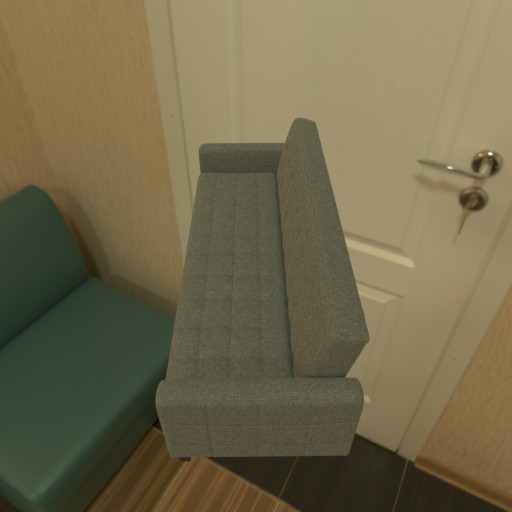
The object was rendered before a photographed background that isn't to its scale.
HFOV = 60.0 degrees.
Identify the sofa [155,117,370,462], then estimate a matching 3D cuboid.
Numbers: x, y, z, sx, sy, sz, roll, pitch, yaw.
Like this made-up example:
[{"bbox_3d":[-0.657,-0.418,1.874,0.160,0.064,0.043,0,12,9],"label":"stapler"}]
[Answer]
[{"bbox_3d":[0.000,0.000,2.506,0.810,0.850,2.040,0,42,0],"label":"sofa"}]
